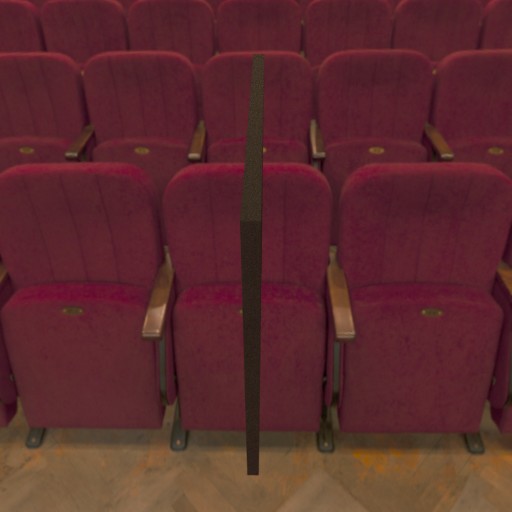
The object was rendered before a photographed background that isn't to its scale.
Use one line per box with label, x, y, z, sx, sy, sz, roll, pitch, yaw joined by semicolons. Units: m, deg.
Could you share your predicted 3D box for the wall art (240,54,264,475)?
wall art;0.000;0.000;1.508;0.038;1.016;1.016;1;40;1
